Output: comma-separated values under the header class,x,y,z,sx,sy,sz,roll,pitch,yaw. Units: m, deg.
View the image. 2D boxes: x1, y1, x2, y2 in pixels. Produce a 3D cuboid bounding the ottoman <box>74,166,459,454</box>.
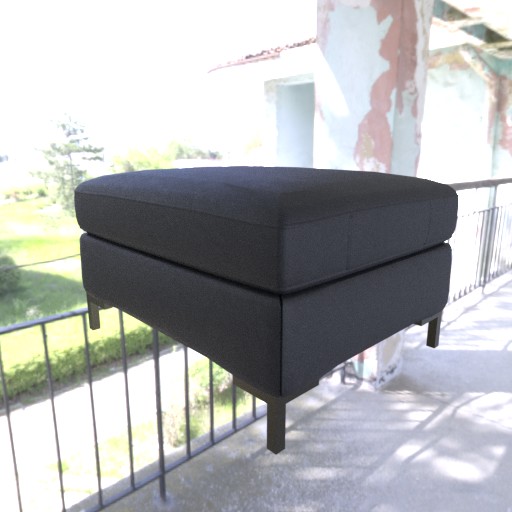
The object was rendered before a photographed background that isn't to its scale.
class,x,y,z,sx,sy,sz,roll,pitch,yaw
ottoman,0.000,0.000,1.773,0.967,0.696,1.187,-13,19,-42
